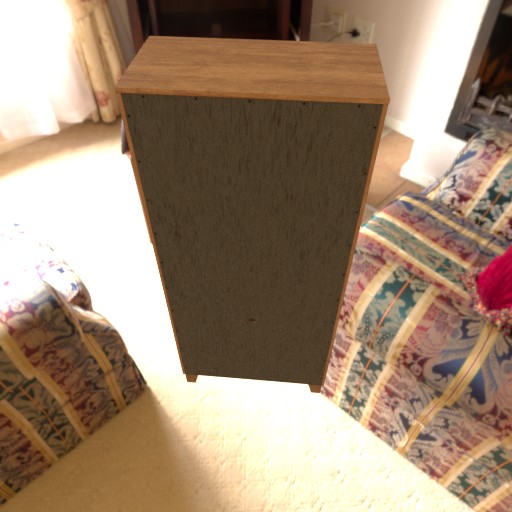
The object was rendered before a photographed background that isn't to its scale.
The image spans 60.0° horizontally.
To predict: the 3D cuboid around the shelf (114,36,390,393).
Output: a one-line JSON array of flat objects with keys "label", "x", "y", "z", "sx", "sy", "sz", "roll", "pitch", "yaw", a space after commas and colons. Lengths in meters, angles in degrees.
[{"label": "shelf", "x": 0.000, "y": 0.000, "z": 2.232, "sx": 0.864, "sy": 1.930, "sz": 0.453, "roll": 4, "pitch": 46, "yaw": 4}]
